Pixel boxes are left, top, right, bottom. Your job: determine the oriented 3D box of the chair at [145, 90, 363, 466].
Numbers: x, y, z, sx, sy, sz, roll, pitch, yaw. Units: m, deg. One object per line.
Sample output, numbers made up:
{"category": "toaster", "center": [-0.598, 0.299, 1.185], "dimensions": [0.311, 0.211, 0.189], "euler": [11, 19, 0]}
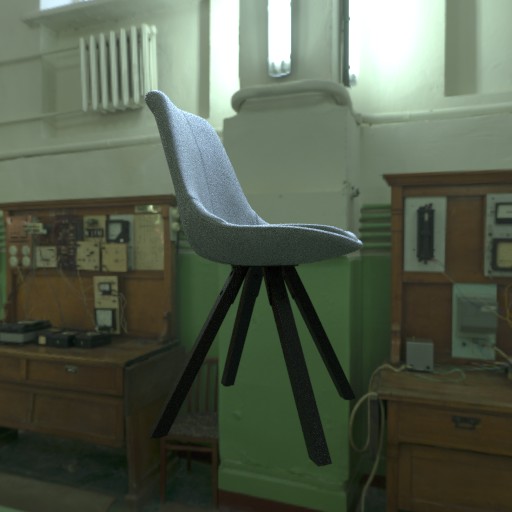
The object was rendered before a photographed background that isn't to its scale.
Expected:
{"category": "chair", "center": [0.000, 0.000, 1.180], "dimensions": [0.550, 0.850, 0.485], "euler": [0, 1, 19]}
